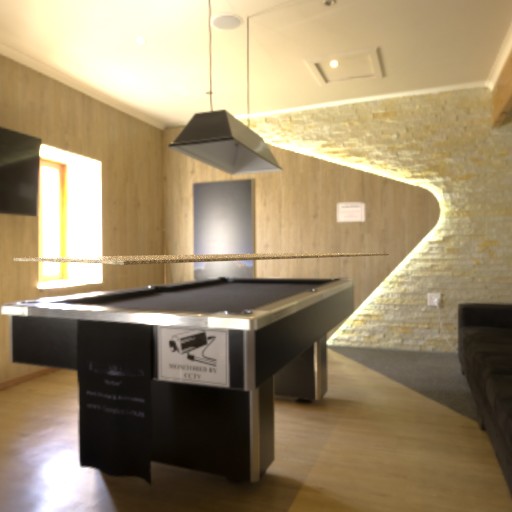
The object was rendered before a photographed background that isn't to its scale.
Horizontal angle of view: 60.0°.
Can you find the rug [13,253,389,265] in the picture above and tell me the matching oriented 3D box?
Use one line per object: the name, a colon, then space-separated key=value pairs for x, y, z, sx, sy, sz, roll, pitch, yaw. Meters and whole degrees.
rug: x=0.000 y=0.000 z=2.459 sx=0.700 sy=0.014 sz=2.290 roll=1 pitch=1 yaw=36
